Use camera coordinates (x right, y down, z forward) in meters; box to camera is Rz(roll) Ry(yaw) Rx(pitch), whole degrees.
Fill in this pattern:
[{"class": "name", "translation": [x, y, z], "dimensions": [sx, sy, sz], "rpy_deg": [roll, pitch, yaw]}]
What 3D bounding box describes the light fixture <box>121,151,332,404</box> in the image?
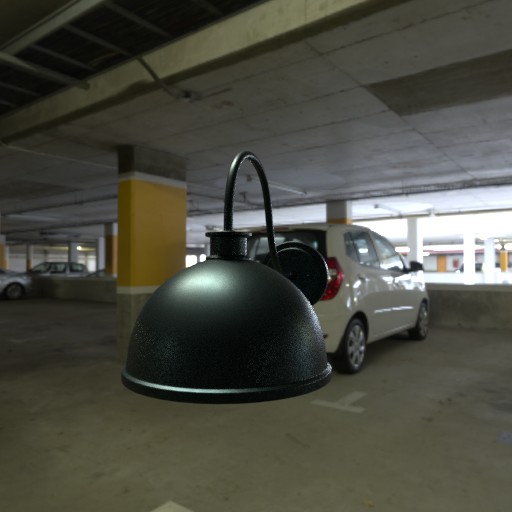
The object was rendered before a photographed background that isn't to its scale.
[{"class": "light fixture", "translation": [0.000, 0.000, 0.653], "dimensions": [0.253, 0.295, 0.467], "rpy_deg": [-1, -2, 19]}]
